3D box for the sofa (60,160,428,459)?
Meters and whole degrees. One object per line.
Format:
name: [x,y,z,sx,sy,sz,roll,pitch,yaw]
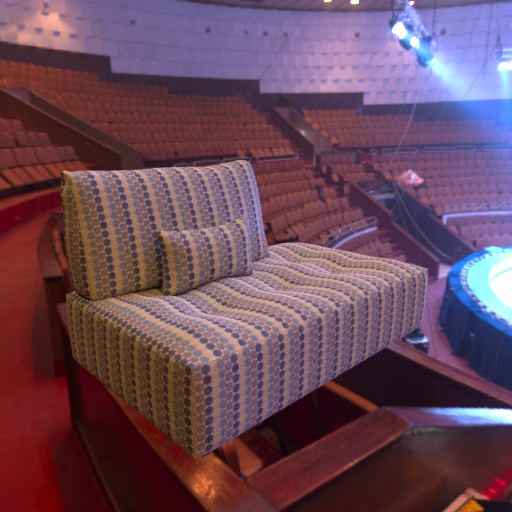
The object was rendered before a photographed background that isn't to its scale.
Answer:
sofa: [0.000,0.000,2.001,1.450,0.820,1.000,-13,19,-43]
